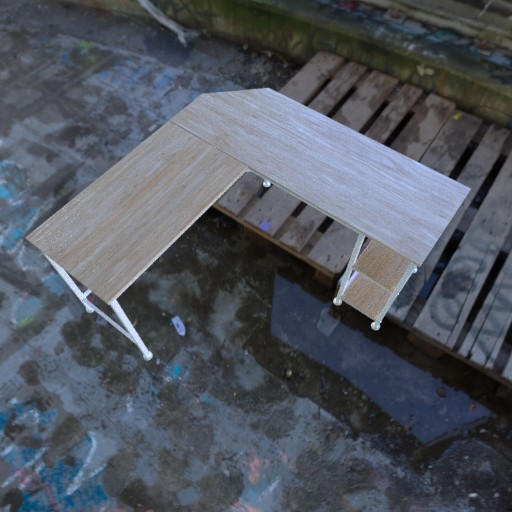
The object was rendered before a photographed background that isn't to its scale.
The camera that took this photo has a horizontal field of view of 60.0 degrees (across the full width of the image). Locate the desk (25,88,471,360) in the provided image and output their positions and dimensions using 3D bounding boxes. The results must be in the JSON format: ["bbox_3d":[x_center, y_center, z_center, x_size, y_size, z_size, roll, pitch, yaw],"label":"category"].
[{"bbox_3d":[0.000,0.000,2.241,1.379,0.739,1.379,33,65,18],"label":"desk"}]
